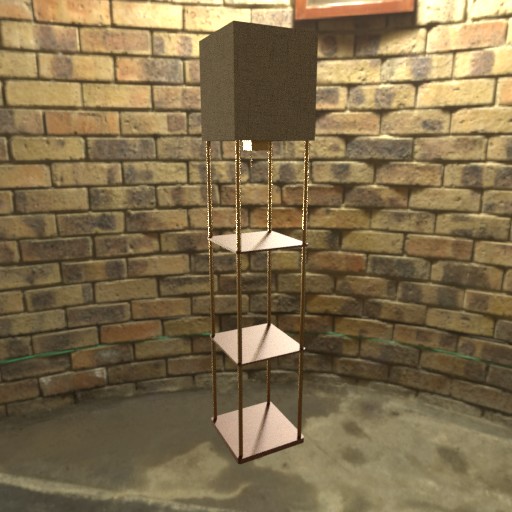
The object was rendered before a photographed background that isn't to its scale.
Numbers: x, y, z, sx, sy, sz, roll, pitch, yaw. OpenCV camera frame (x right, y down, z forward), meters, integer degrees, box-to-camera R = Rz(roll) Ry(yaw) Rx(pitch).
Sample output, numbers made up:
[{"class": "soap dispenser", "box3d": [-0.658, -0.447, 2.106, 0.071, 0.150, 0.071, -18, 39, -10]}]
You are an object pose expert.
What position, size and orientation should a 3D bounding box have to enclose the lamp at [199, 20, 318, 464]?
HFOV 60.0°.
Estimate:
[{"class": "lamp", "box3d": [0.000, 0.000, 1.728, 0.308, 1.569, 0.310, -7, 16, -26]}]
